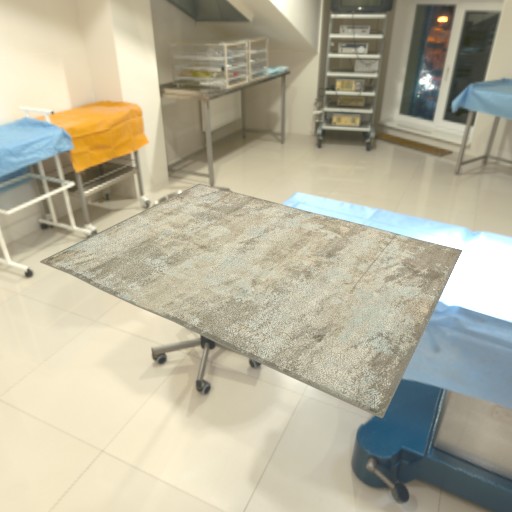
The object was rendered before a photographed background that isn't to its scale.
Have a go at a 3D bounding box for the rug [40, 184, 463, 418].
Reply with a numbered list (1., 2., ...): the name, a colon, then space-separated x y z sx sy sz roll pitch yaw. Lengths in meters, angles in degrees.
1. rug: 0.000 0.000 4.259 3.307 0.013 2.393 18 35 28
